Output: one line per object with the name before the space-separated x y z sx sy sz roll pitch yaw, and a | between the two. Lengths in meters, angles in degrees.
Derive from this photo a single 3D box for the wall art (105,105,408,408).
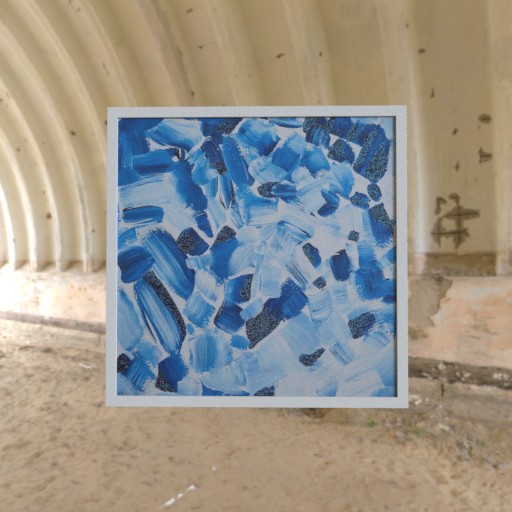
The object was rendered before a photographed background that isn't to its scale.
wall art | 0.000 0.000 0.679 0.457 0.457 0.012 0 -1 1
